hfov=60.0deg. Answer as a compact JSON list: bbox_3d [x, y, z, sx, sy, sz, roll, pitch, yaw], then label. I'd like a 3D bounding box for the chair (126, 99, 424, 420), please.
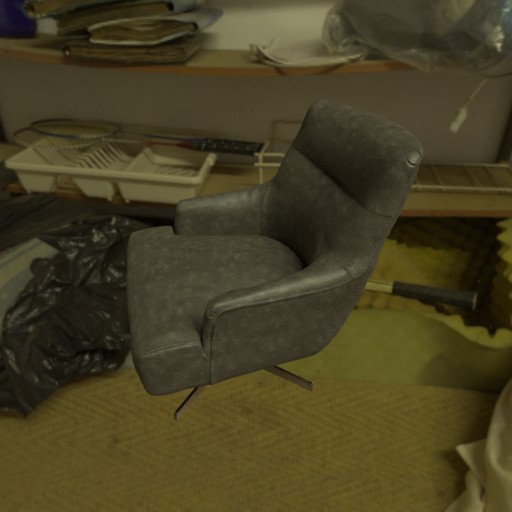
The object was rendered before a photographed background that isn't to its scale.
[{"bbox_3d":[0.000,0.000,1.501,0.874,0.870,0.738,-8,31,-13],"label":"chair"}]
